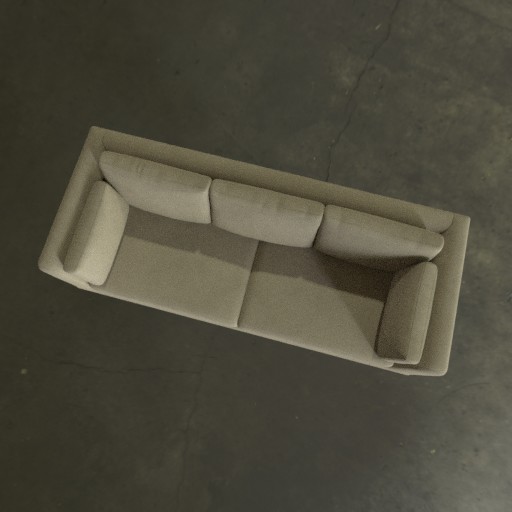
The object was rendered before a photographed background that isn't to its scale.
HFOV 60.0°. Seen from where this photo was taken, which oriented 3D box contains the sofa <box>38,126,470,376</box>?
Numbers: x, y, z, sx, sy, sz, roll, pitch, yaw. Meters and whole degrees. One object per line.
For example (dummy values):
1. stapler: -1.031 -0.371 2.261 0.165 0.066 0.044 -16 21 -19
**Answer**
1. sofa: 0.000 0.000 2.919 2.415 0.867 0.969 14 76 4
